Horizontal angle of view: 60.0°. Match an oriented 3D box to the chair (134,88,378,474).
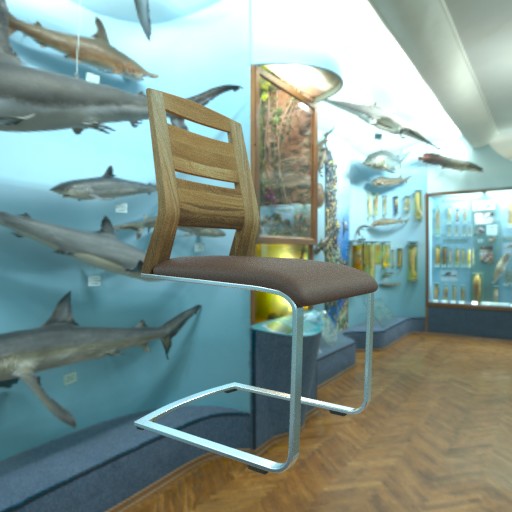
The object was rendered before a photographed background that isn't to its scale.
[{"bbox_3d":[0.000,0.000,1.271,0.570,0.970,0.460,0,1,35],"label":"chair"}]
